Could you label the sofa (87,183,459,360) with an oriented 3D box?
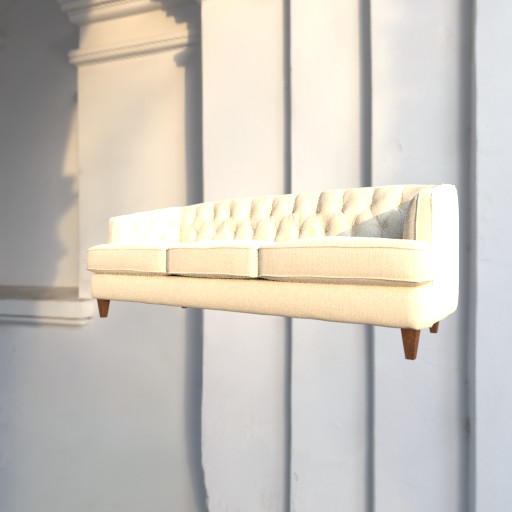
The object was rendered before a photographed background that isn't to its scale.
[{"bbox_3d":[0.000,0.000,2.755,2.278,0.855,0.941,0,0,36],"label":"sofa"}]
